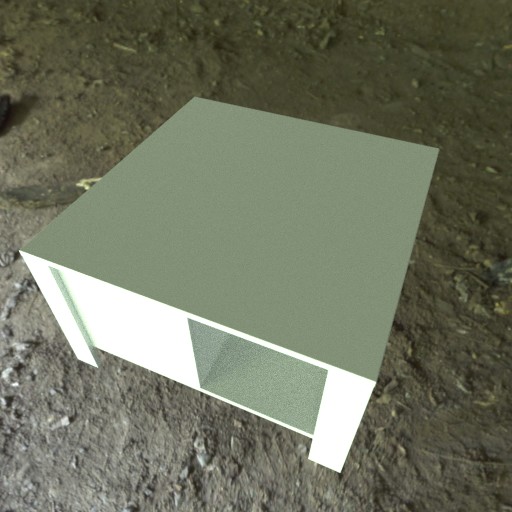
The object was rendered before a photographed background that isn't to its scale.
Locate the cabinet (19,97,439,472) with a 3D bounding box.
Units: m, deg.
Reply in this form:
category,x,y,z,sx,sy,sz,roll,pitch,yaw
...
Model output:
category,x,y,z,sx,sy,sz,roll,pitch,yaw
cabinet,0.000,0.000,1.292,0.800,0.460,0.800,17,48,16
